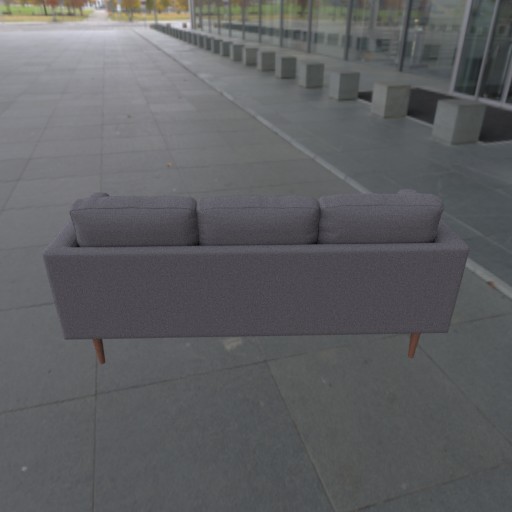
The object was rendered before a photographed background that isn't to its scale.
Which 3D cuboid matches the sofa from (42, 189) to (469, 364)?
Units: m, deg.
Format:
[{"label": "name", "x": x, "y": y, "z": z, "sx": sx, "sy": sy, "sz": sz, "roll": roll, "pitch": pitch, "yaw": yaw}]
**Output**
[{"label": "sofa", "x": 0.000, "y": 0.000, "z": 2.539, "sx": 2.029, "sy": 0.912, "sz": 0.802, "roll": -1, "pitch": 29, "yaw": -1}]
